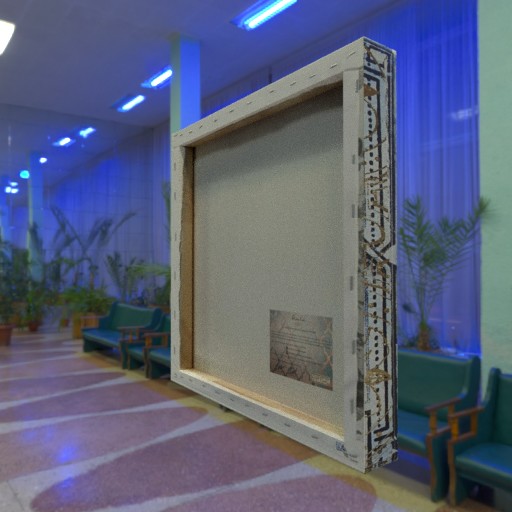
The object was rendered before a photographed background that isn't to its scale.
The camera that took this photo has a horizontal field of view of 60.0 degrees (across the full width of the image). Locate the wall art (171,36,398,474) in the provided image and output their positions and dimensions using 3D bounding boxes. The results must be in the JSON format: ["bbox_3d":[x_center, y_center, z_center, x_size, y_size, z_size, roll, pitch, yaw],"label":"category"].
[{"bbox_3d":[0.000,0.000,0.441,0.038,0.306,0.302,0,-1,-37],"label":"wall art"}]
